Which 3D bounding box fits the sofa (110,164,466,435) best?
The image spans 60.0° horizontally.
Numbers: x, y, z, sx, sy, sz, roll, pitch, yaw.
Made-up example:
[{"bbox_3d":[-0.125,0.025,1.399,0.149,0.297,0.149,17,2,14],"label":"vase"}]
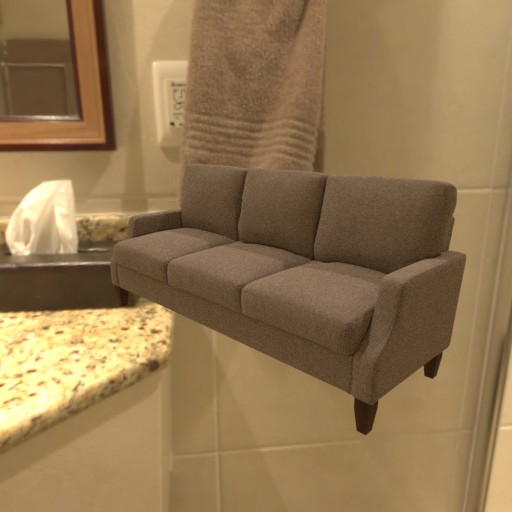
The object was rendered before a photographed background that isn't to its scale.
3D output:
[{"bbox_3d":[0.000,0.000,2.638,0.888,0.984,2.115,-14,21,-43],"label":"sofa"}]
